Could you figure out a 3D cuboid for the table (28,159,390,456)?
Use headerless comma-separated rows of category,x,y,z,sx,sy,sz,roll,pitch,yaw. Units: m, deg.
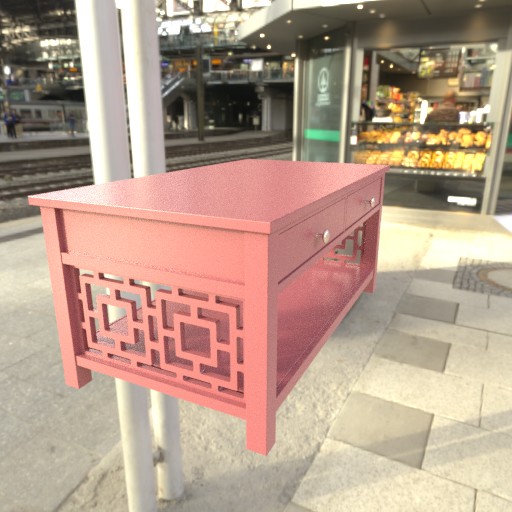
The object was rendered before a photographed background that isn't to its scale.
table,0.000,0.000,1.393,0.612,0.493,1.068,8,19,25
